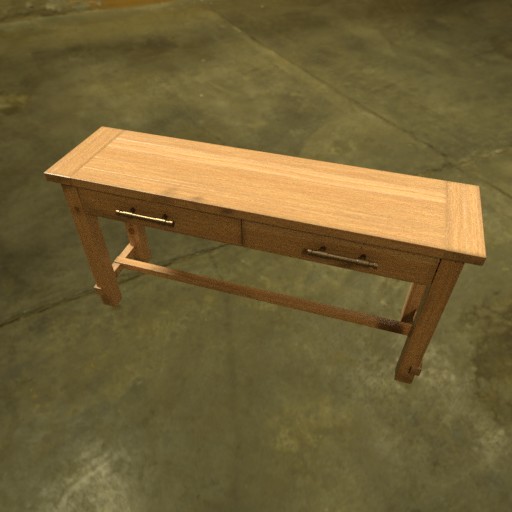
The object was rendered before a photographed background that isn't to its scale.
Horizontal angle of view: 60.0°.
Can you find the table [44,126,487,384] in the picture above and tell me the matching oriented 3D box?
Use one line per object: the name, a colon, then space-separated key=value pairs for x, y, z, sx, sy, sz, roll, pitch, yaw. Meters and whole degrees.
table: x=0.000 y=0.000 z=1.919 sx=1.599 sy=0.762 sz=0.442 roll=12 pitch=44 yaw=13
